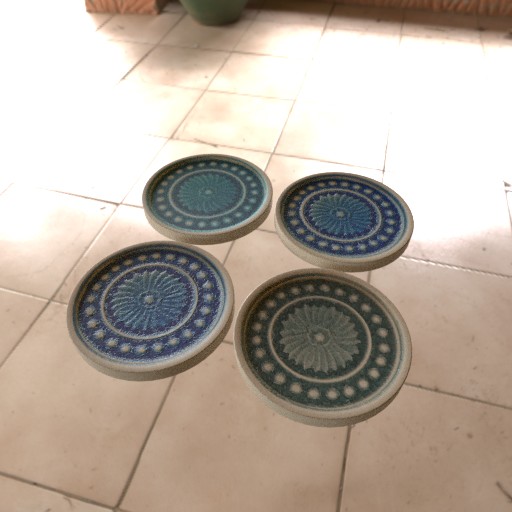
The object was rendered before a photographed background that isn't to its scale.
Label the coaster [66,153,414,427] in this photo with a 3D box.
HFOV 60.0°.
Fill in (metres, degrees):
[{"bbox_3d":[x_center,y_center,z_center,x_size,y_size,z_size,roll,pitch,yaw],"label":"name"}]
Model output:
[{"bbox_3d":[0.000,0.000,0.322,0.220,0.010,0.224,11,48,10],"label":"coaster"}]
